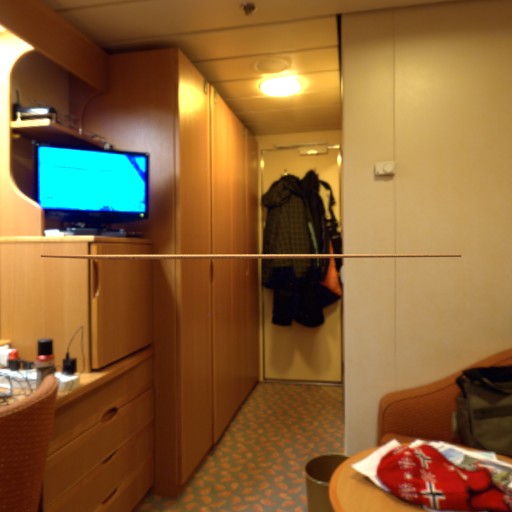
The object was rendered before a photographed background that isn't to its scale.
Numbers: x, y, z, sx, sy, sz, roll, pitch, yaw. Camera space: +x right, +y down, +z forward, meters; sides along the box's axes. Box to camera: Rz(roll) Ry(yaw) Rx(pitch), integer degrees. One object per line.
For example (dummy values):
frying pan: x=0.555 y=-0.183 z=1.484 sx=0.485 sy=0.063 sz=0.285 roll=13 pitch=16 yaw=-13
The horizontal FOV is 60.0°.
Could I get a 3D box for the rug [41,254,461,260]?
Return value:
rug: x=0.000 y=0.000 z=3.016 sx=2.438 sy=0.014 sz=1.524 roll=0 pitch=0 yaw=-35
